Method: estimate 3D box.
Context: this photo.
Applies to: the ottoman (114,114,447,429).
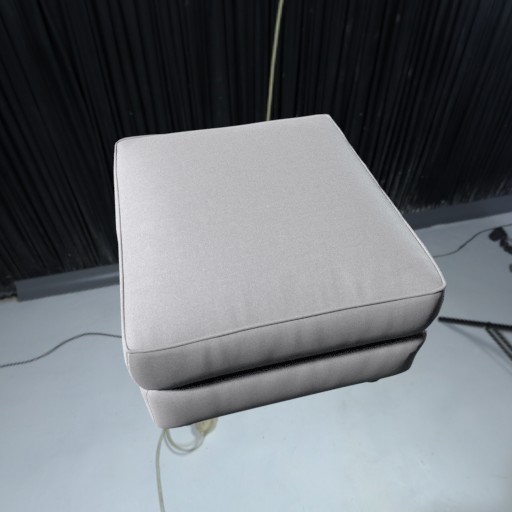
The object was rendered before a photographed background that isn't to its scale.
[{"bbox_3d":[0.000,0.000,1.167,0.662,0.505,0.721,-10,47,-9],"label":"ottoman"}]
